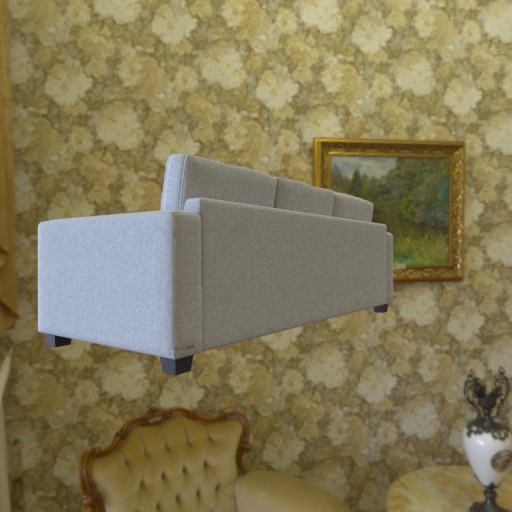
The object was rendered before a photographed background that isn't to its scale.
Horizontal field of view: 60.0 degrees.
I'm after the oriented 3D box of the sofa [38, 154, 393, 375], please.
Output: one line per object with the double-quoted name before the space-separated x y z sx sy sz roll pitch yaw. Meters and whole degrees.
"sofa" 0.000 0.000 2.567 0.900 0.800 2.120 0 0 36
